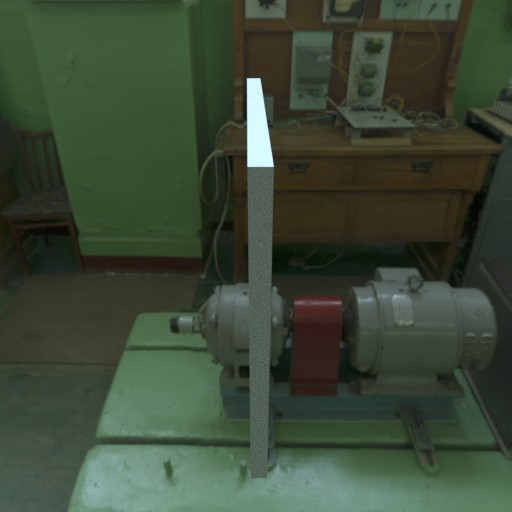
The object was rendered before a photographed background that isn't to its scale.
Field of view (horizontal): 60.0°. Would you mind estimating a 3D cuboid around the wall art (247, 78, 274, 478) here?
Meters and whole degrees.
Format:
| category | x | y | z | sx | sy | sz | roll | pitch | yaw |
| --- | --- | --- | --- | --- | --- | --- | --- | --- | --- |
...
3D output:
| category | x | y | z | sx | sy | sz | roll | pitch | yaw |
| --- | --- | --- | --- | --- | --- | --- | --- | --- | --- |
| wall art | 0.000 | 0.000 | 0.861 | 0.028 | 0.559 | 0.559 | -1 | 31 | -1 |
